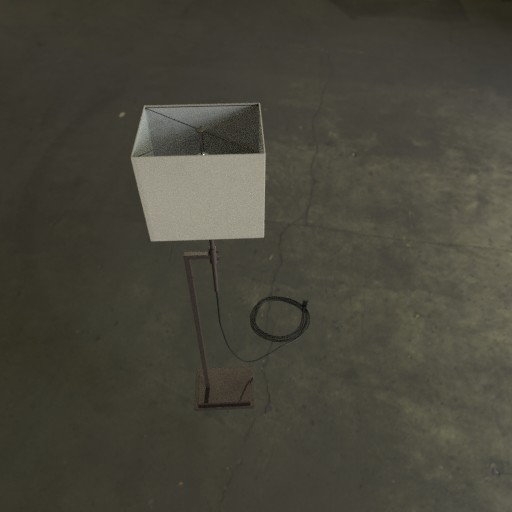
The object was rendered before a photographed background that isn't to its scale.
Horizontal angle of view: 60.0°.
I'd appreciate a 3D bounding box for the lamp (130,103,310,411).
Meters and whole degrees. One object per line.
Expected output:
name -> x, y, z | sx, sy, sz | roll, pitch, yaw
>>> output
lamp -> 0.000, 0.000, 2.020 | 0.698, 1.600, 0.774 | -2, 47, -2
